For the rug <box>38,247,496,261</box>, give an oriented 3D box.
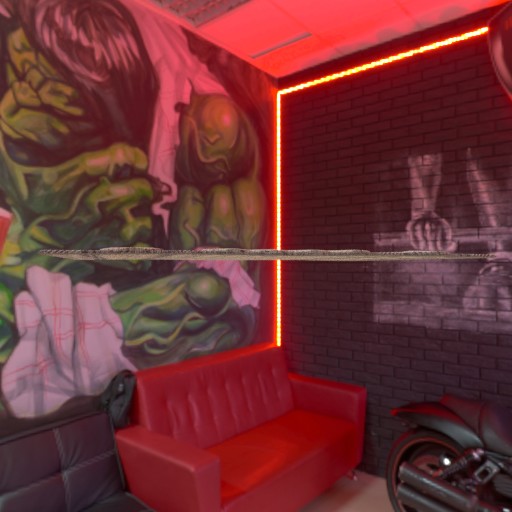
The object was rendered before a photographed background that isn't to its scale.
[{"bbox_3d":[0.000,0.000,2.243,1.823,0.030,1.222,0,-1,-18],"label":"rug"}]
